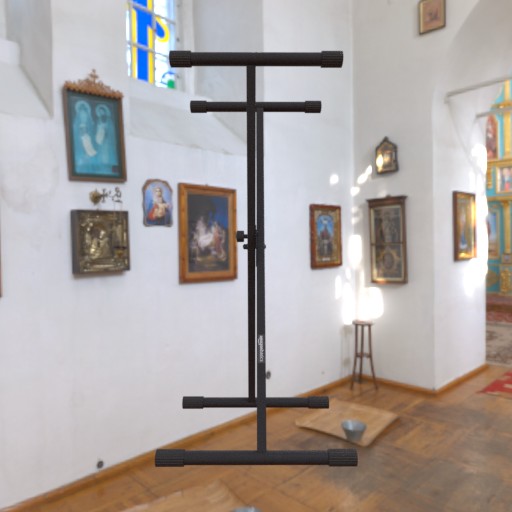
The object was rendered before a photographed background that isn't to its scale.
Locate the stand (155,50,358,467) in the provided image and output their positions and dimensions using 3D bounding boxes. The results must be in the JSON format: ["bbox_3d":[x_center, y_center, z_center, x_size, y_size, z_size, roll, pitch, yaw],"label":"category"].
[{"bbox_3d":[0.000,0.000,1.179,0.449,0.940,0.409,0,0,0],"label":"stand"}]
